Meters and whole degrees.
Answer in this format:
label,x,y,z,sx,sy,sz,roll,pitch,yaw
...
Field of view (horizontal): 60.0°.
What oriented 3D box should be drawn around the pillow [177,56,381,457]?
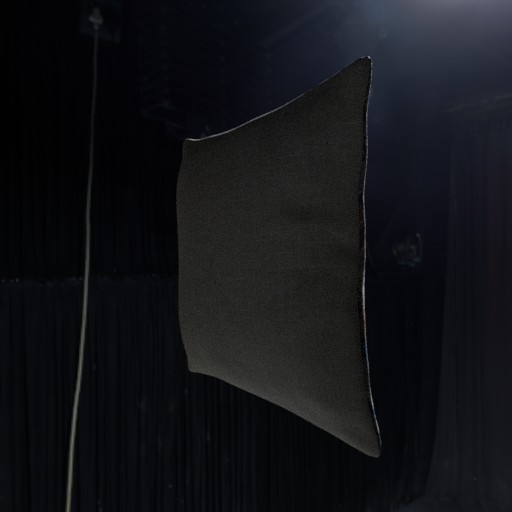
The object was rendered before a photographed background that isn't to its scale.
label,x,y,z,sx,sy,sz,roll,pitch,yaw
pillow,0.000,0.000,0.764,0.166,0.506,0.523,0,0,-35
